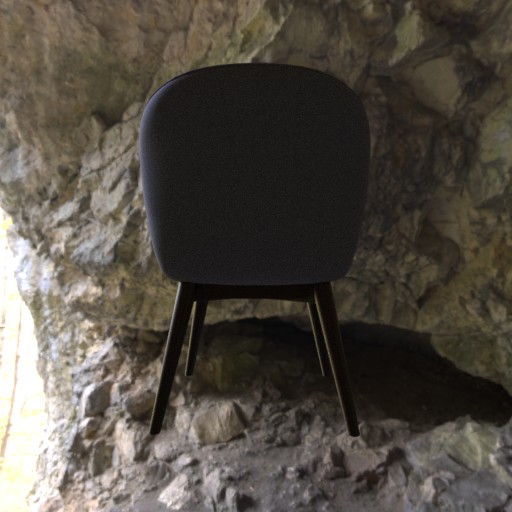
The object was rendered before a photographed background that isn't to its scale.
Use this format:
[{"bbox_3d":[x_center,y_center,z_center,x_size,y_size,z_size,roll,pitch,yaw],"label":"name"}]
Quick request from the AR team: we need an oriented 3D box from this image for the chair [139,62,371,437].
[{"bbox_3d":[0.000,0.000,1.219,0.589,0.810,0.611,0,1,1],"label":"chair"}]
